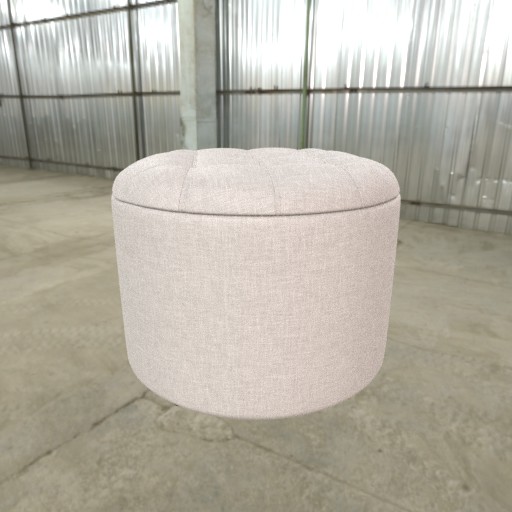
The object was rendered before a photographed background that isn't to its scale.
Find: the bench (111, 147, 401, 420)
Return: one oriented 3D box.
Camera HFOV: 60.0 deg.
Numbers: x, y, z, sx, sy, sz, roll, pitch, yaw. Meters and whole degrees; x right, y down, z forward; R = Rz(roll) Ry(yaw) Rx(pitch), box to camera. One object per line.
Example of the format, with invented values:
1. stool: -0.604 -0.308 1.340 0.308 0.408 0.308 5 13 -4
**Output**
1. bench: 0.000 0.000 1.004 0.600 0.453 0.600 0 18 0
